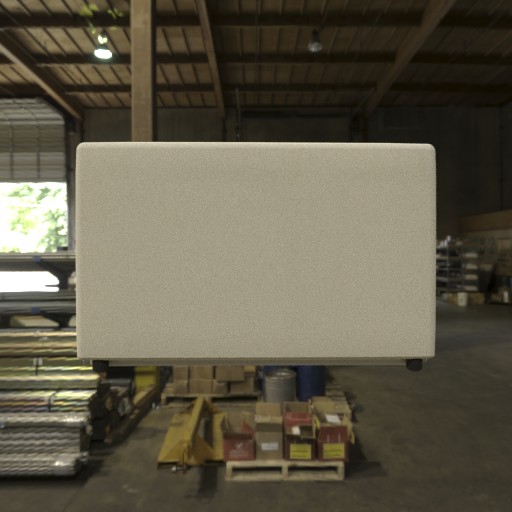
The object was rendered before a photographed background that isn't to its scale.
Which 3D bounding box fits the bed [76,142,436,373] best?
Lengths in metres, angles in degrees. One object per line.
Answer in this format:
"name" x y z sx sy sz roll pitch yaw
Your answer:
"bed" 0.000 0.000 3.648 2.119 1.317 2.341 0 0 -1
